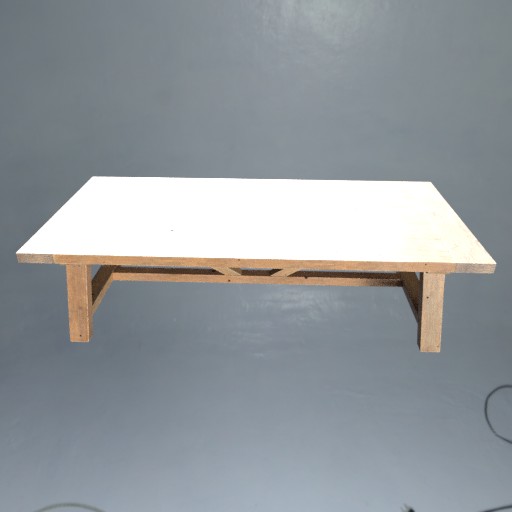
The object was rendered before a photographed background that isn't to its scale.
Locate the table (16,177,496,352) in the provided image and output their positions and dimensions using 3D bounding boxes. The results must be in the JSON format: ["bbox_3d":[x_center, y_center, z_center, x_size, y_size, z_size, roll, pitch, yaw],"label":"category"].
[{"bbox_3d":[0.000,0.000,2.127,1.800,0.465,0.820,1,31,2],"label":"table"}]
